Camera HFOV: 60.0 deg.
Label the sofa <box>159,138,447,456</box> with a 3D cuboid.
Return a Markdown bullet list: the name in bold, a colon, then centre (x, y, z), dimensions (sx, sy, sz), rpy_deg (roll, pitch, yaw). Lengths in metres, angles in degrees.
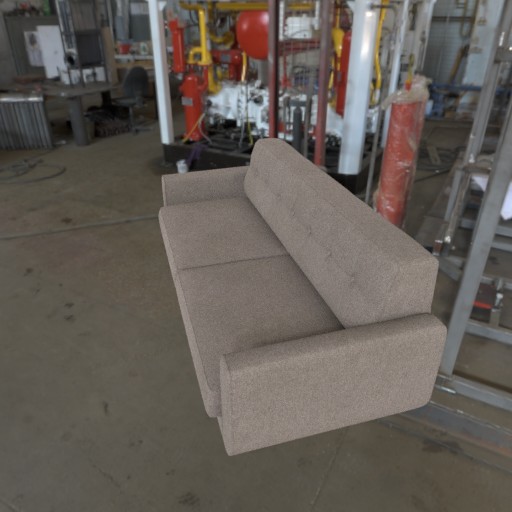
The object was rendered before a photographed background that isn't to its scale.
- **sofa**: centre (0.000, 0.000, 2.452), dimensions (0.909, 0.841, 2.029), rpy_deg (-8, 31, -14)
